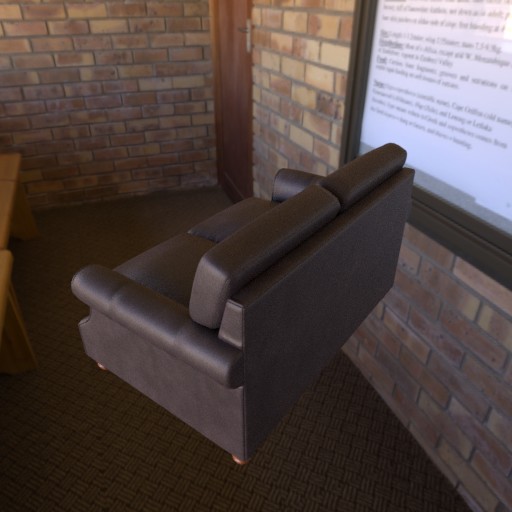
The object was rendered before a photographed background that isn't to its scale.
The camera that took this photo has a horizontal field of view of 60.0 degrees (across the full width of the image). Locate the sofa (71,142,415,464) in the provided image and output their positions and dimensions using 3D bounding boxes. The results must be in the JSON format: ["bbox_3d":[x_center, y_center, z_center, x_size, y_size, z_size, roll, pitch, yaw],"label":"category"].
[{"bbox_3d":[0.000,0.000,2.297,1.030,0.979,1.663,21,37,31],"label":"sofa"}]
